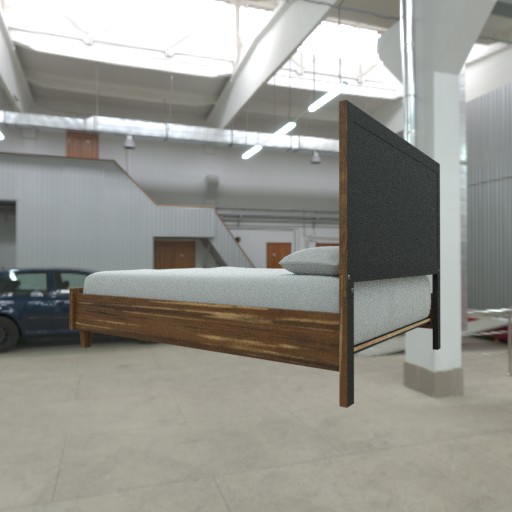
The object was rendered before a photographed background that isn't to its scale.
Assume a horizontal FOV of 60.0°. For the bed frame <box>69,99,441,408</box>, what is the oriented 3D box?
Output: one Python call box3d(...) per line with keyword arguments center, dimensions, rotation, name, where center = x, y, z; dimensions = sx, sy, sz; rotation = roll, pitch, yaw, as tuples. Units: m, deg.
box3d(center=(0.000, 0.000, 3.388), dimensions=(2.276, 1.417, 1.696), rotation=(0, -1, 36), name="bed frame")
